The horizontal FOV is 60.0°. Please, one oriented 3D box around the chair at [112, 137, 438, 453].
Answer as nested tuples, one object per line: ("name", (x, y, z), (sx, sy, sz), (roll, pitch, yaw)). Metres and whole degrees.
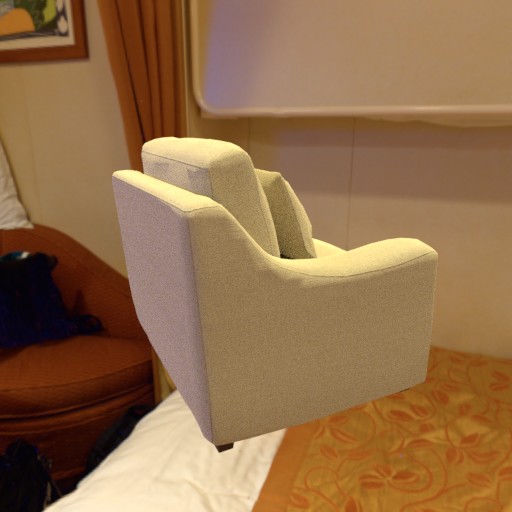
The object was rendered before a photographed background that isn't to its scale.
("chair", (0.000, 0.000, 1.964), (1.009, 1.016, 1.178), (-8, 18, -25))
